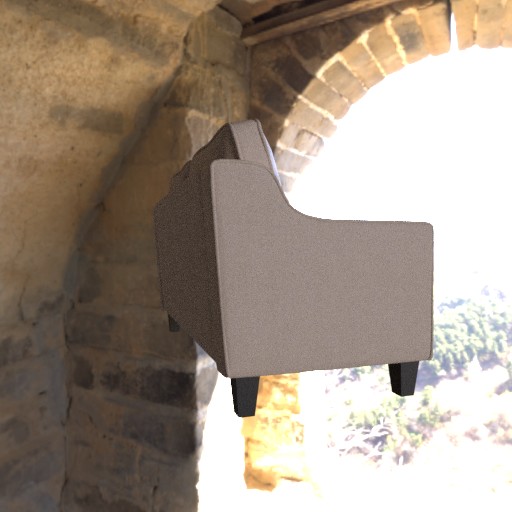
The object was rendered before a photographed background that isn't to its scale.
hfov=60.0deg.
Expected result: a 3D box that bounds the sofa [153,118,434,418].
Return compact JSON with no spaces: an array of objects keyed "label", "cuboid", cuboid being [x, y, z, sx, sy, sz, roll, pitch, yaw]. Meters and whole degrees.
[{"label":"sofa","cuboid":[0.000,0.000,3.505,1.351,1.562,2.587,0,1,-19]}]
